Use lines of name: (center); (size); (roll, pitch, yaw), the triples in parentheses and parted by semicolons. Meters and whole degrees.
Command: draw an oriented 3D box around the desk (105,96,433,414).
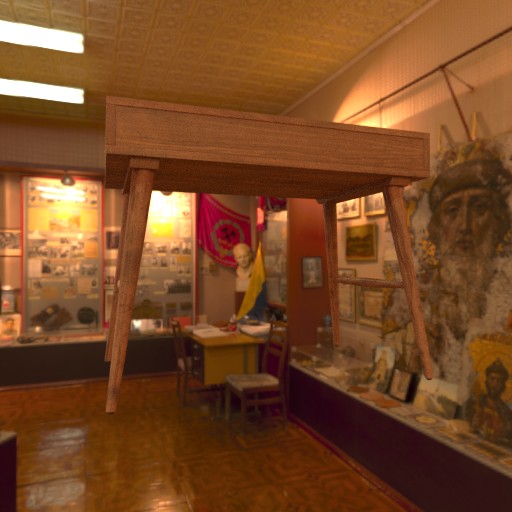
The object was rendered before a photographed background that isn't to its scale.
desk: (0.000, 0.000, 1.472); (0.949, 0.758, 0.588); (0, -1, -19)
